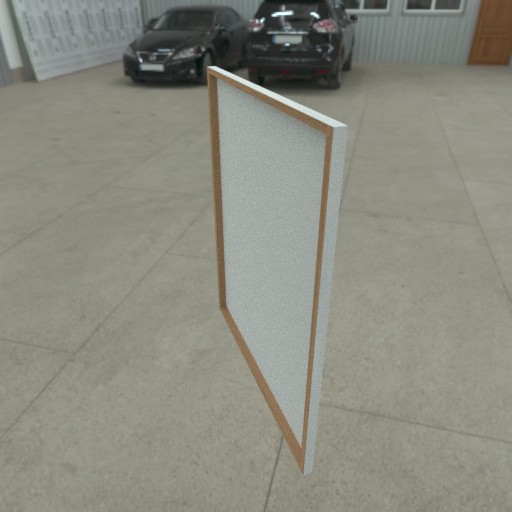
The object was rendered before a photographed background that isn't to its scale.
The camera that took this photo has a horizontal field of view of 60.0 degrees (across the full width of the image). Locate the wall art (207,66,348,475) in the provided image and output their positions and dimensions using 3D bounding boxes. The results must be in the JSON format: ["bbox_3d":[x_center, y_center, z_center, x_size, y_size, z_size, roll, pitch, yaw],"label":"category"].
[{"bbox_3d":[0.000,0.000,0.984,0.021,0.710,0.609,-11,32,-18],"label":"wall art"}]
